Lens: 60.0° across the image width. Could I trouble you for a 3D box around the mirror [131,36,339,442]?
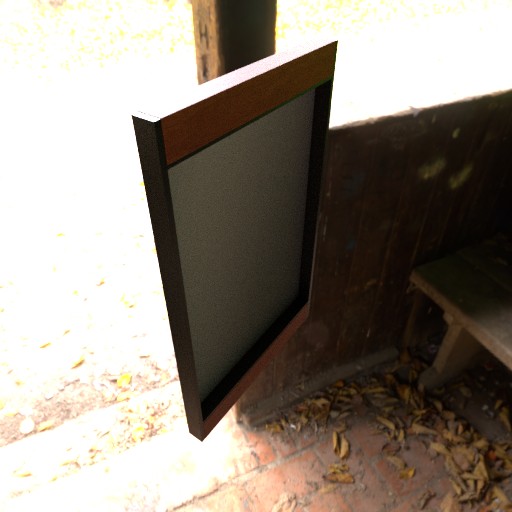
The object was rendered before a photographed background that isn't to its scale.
[{"bbox_3d":[0.000,0.000,1.015,0.047,0.823,0.525,24,45,27],"label":"mirror"}]
